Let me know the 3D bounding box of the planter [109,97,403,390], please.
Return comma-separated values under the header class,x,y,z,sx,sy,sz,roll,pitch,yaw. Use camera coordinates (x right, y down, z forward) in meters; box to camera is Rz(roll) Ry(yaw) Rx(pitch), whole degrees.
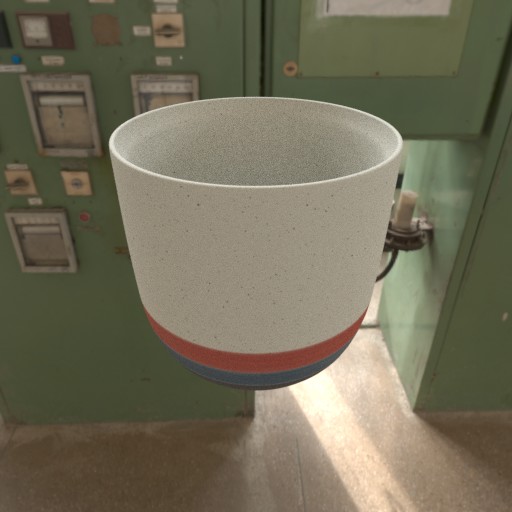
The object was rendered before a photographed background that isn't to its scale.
class,x,y,z,sx,sy,sz,roll,pitch,yaw
planter,0.000,0.000,0.375,0.204,0.214,0.204,0,33,0
